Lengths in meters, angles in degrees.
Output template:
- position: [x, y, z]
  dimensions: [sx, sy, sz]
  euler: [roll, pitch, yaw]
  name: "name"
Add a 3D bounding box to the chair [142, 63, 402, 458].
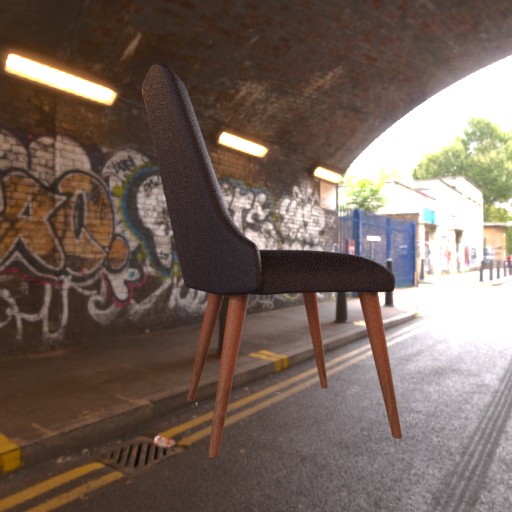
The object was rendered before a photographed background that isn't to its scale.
- position: [0.000, 0.000, 1.134]
  dimensions: [0.567, 0.820, 0.504]
  euler: [0, 0, -15]
  name: "chair"
